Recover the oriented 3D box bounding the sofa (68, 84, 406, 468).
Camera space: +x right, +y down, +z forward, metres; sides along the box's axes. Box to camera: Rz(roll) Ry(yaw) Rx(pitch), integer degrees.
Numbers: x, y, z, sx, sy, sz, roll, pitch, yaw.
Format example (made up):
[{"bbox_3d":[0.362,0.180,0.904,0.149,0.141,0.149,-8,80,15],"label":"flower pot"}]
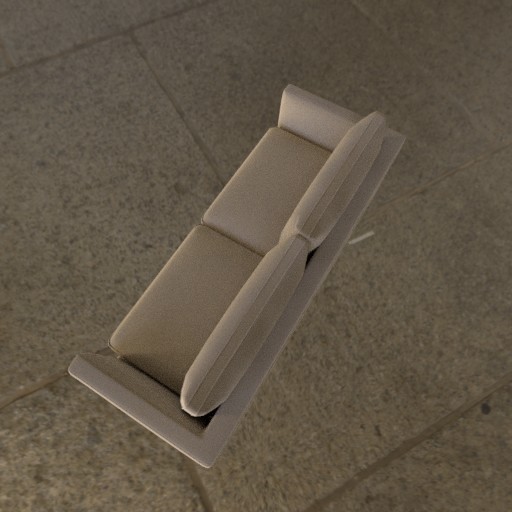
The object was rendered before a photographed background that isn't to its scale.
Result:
[{"bbox_3d":[0.000,0.000,2.679,0.868,1.005,2.214,29,68,13],"label":"sofa"}]
